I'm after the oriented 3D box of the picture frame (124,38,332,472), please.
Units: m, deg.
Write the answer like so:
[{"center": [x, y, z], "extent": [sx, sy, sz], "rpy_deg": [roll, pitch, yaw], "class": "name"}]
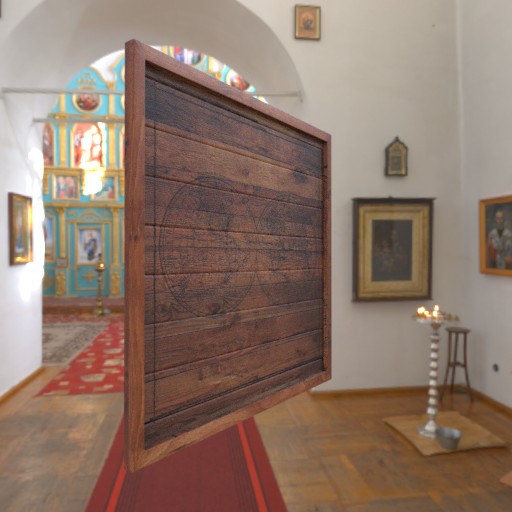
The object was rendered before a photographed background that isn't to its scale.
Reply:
[{"center": [0.000, 0.000, 1.164], "extent": [0.029, 0.817, 0.810], "rpy_deg": [0, 0, 37], "class": "picture frame"}]
